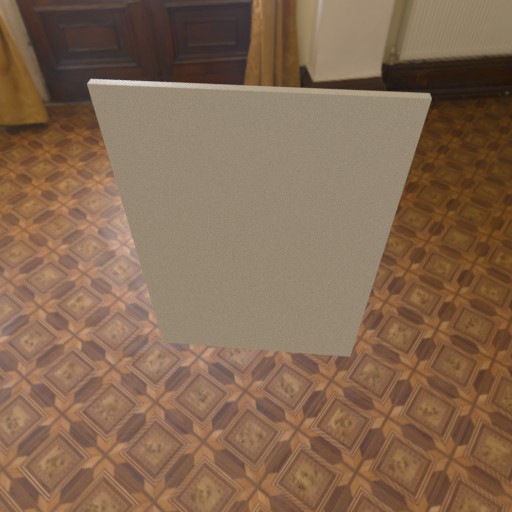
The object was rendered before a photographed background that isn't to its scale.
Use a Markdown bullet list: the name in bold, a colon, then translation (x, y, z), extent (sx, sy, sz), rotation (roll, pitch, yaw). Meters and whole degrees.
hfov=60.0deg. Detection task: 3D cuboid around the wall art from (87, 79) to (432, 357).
- **wall art**: translation (0.000, 0.000, 0.596), extent (0.325, 0.474, 0.010), rotation (4, 48, 3)
